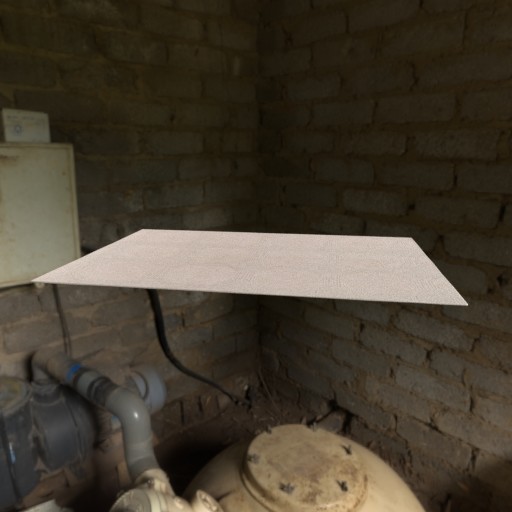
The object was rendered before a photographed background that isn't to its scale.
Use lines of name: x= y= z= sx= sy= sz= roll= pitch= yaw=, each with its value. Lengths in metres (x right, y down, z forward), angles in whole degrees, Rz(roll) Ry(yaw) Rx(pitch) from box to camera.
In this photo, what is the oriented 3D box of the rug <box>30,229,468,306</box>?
rug: x=0.000 y=0.000 z=2.415 sx=1.839 sy=0.009 sz=1.236 roll=2 pitch=14 yaw=9
